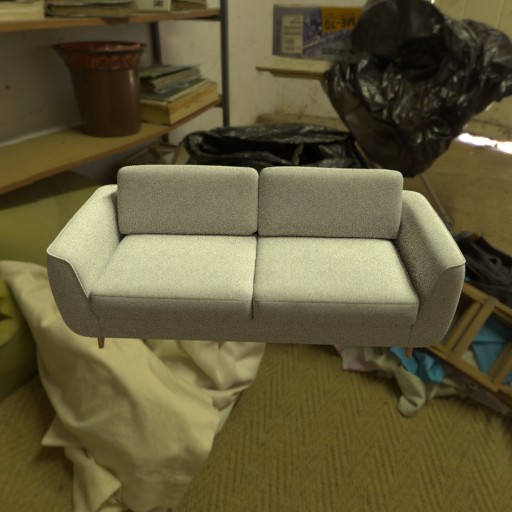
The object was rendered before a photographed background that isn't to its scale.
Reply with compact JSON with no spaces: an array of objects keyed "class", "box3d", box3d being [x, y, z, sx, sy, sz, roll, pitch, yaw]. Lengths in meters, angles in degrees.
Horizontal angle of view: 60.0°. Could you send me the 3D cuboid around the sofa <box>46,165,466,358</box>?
[{"class":"sofa","box3d":[0.000,0.000,2.483,2.000,0.850,0.920,1,31,2]}]
